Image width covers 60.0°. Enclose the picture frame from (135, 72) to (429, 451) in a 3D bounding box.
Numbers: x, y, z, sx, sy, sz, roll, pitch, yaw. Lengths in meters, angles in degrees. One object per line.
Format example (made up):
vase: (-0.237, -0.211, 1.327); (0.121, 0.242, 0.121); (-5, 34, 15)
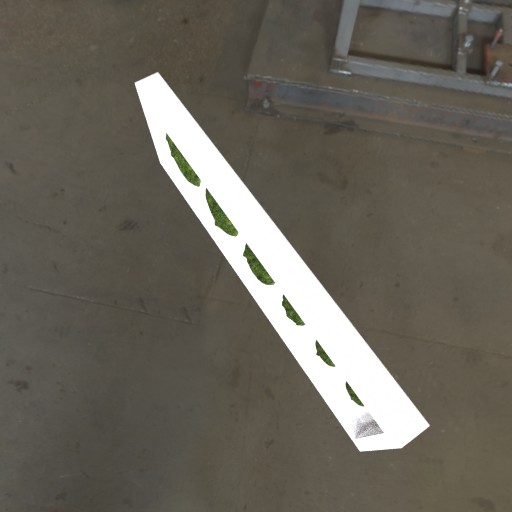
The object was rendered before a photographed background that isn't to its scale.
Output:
picture frame: (0.000, 0.000, 0.825); (0.050, 0.250, 0.759); (-31, 69, -13)
